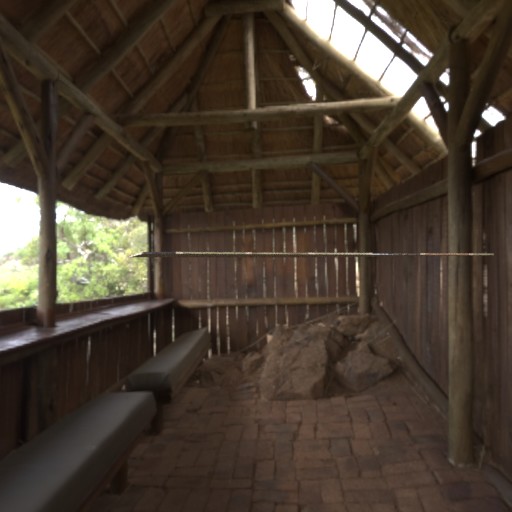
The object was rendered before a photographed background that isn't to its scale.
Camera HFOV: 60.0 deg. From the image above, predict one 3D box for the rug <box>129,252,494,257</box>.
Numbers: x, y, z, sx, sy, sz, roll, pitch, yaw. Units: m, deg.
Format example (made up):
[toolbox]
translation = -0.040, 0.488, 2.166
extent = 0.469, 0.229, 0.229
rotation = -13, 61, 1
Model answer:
[rug]
translation = 0.000, 0.000, 2.848
extent = 1.521, 0.006, 2.284
rotation = 0, -1, -17
